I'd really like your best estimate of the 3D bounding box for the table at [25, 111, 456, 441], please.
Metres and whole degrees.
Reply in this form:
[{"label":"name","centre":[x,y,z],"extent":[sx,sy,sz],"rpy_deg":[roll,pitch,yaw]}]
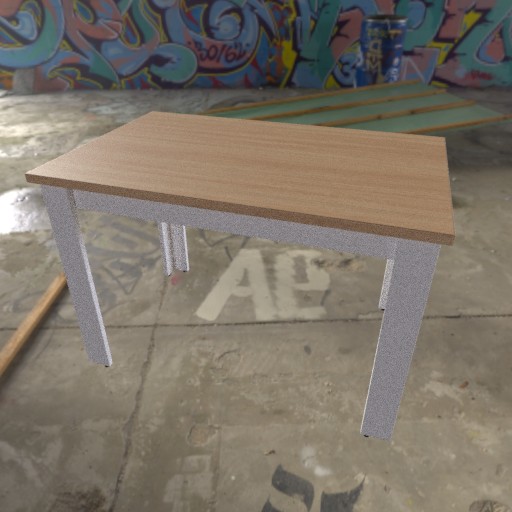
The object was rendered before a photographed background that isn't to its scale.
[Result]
[{"label":"table","centre":[0.000,0.000,1.540],"extent":[1.100,0.734,0.700],"rpy_deg":[10,34,15]}]
